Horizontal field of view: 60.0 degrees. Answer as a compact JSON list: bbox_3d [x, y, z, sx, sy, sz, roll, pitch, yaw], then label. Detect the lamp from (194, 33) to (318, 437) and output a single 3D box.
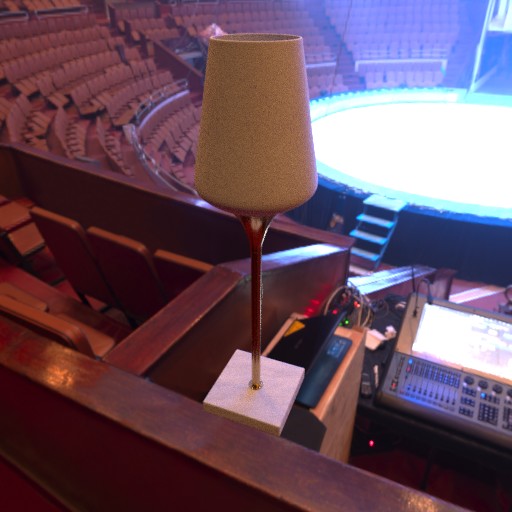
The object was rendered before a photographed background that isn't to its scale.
[{"bbox_3d":[0.000,0.000,0.719,0.181,0.639,0.181,12,33,19],"label":"lamp"}]
